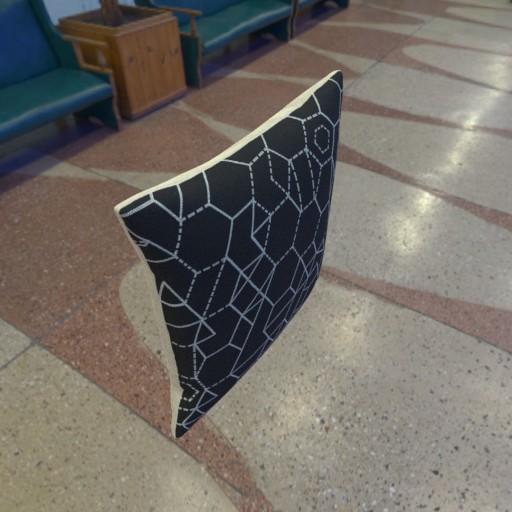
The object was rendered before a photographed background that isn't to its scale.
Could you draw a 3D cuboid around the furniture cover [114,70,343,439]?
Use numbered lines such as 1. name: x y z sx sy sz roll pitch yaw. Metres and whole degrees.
1. furniture cover: 0.000 0.000 0.789 0.158 0.508 0.517 25 47 25
